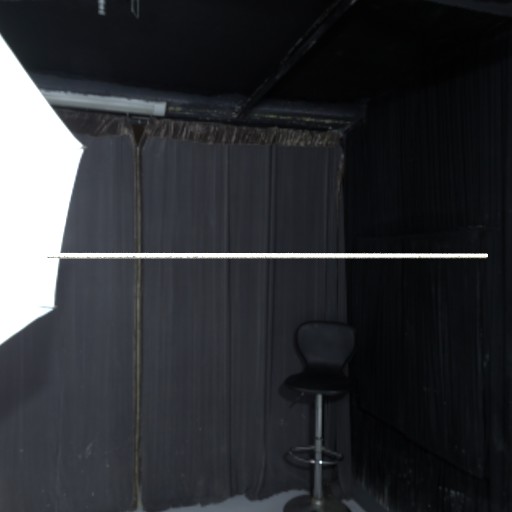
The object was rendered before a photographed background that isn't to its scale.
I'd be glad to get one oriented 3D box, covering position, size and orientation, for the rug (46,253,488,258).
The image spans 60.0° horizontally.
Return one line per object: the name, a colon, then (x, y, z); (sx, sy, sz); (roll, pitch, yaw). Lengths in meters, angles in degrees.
rug: (0.000, 0.000, 3.393); (2.698, 0.025, 1.798); (0, 0, -18)
